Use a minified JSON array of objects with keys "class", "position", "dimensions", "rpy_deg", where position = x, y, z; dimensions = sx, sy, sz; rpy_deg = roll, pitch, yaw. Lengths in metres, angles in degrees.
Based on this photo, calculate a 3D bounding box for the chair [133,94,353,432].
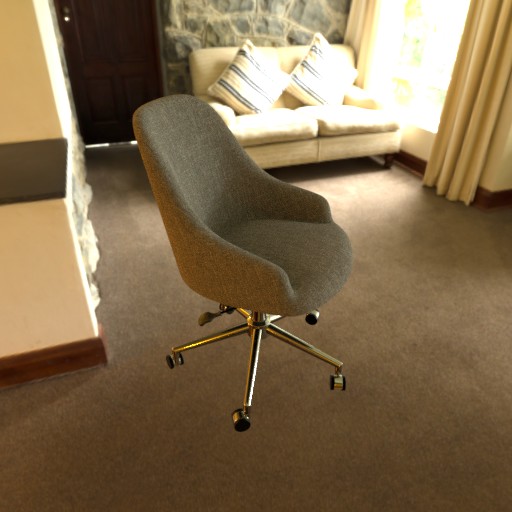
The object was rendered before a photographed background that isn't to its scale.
[{"class":"chair","position":[0.000,0.000,1.486],"dimensions":[0.712,0.950,0.671],"rpy_deg":[11,33,18]}]
